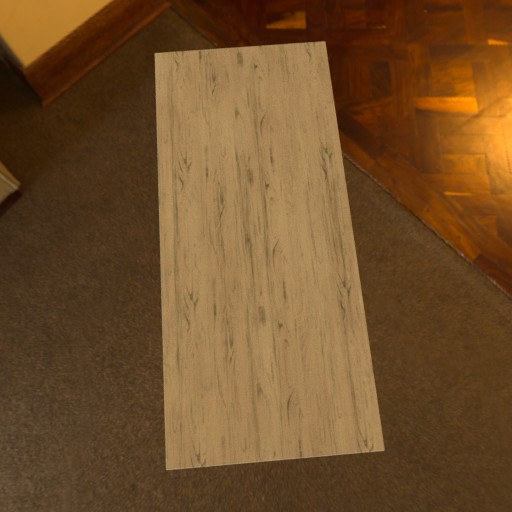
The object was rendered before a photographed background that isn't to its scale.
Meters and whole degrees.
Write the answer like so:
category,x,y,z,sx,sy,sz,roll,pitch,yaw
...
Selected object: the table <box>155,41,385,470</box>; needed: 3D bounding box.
category,x,y,z,sx,sy,sz,roll,pitch,yaw
table,0.000,0.000,2.268,0.795,0.899,1.778,-5,75,-1
